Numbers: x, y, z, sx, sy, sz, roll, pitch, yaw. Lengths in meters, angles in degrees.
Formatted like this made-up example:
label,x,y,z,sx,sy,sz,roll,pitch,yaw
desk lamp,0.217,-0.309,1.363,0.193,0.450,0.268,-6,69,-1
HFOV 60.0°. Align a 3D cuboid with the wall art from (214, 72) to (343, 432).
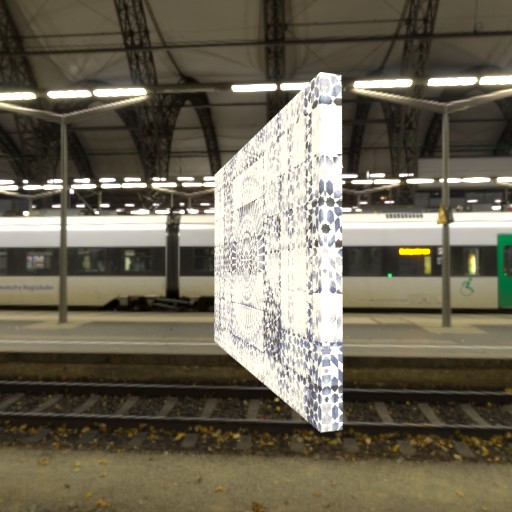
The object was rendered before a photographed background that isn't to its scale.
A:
label,x,y,z,sx,sy,sz,roll,pitch,yaw
wall art,0.000,0.000,0.792,0.030,0.406,0.608,0,-1,-17
